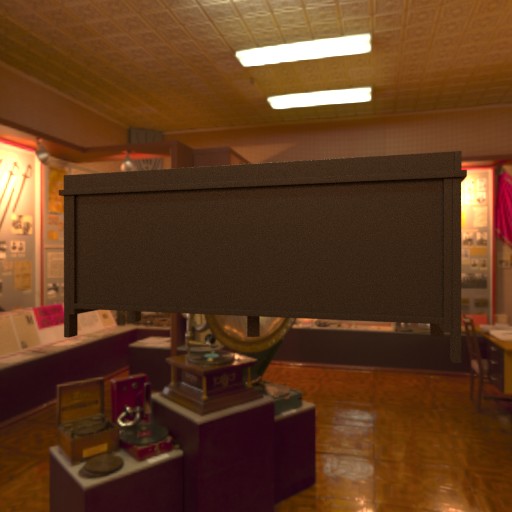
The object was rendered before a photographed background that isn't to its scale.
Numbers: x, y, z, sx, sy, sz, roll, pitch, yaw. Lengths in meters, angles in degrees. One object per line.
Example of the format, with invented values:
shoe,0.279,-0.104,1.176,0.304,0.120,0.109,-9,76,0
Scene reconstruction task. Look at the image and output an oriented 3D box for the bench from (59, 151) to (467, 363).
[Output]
bench,0.000,0.000,1.382,1.140,0.501,0.398,0,0,17
